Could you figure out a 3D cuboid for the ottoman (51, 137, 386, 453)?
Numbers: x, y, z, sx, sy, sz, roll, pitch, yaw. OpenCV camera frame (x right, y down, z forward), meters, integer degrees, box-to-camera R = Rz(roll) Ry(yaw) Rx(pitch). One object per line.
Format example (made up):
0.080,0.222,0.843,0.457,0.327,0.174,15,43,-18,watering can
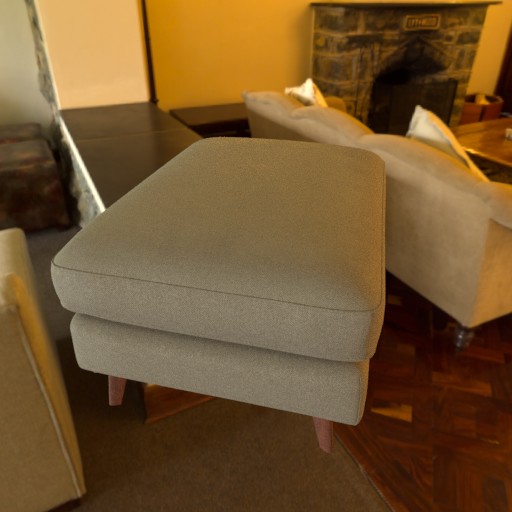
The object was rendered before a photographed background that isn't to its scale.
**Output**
0.000,0.000,1.129,0.608,0.449,0.811,7,31,12,ottoman
